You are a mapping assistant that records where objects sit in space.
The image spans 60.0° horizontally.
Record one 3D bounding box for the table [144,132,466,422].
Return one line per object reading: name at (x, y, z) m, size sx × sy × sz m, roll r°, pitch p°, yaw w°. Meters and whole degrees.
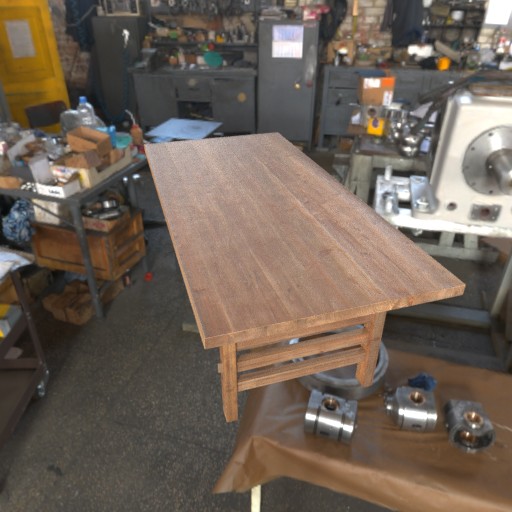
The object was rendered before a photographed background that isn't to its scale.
table at (0.000, 0.000, 2.477) m, size 0.952 × 0.760 × 2.003 m, roll -9°, pitch 33°, yaw -15°
